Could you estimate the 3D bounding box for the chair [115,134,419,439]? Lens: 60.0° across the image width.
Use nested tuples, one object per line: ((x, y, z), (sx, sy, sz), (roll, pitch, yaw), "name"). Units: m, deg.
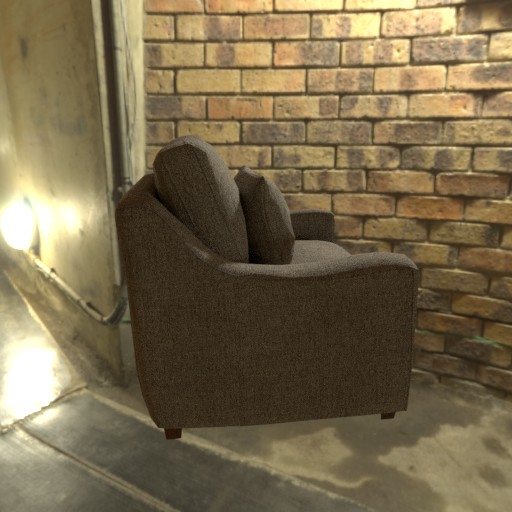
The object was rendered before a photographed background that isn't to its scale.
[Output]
((0.000, 0.000, 1.977), (1.009, 1.037, 1.138), (-2, 16, -8), "chair")
